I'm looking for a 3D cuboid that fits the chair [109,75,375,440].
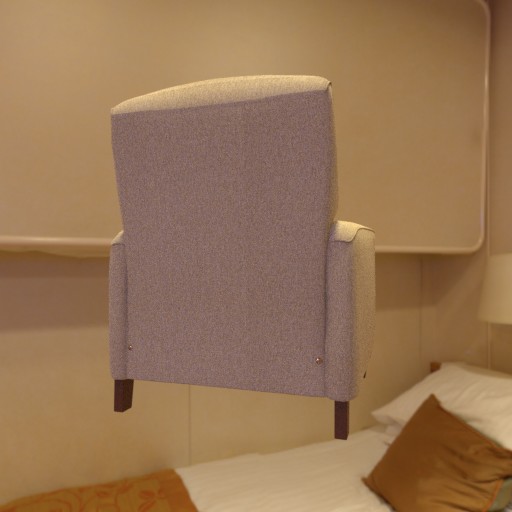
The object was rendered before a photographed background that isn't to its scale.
[{"bbox_3d":[0.000,0.000,1.654,0.848,1.014,0.864,0,0,18],"label":"chair"}]
